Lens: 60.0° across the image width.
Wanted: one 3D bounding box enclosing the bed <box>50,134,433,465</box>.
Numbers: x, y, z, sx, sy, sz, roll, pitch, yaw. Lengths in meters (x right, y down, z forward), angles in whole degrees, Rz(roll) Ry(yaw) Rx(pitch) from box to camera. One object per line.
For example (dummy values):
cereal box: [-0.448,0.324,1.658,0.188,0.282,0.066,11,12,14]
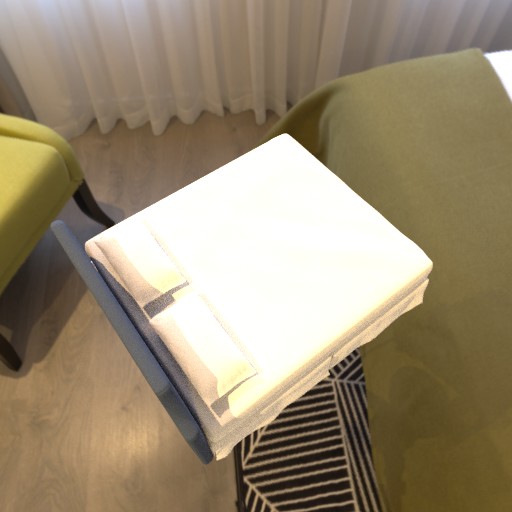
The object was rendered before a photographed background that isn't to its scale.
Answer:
bed: [0.000,0.000,4.150,2.773,1.488,2.350,-33,64,-19]
